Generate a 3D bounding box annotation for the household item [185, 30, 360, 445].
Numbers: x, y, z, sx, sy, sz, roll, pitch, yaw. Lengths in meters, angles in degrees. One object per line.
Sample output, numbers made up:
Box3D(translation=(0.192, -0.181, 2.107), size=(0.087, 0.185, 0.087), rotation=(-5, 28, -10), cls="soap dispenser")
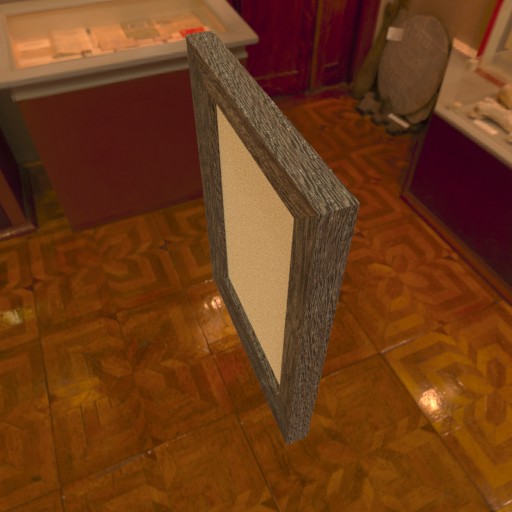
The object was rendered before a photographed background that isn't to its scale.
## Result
Box3D(translation=(0.000, 0.000, 0.276), size=(0.020, 0.210, 0.160), rotation=(-17, 50, -15), cls="household item")
